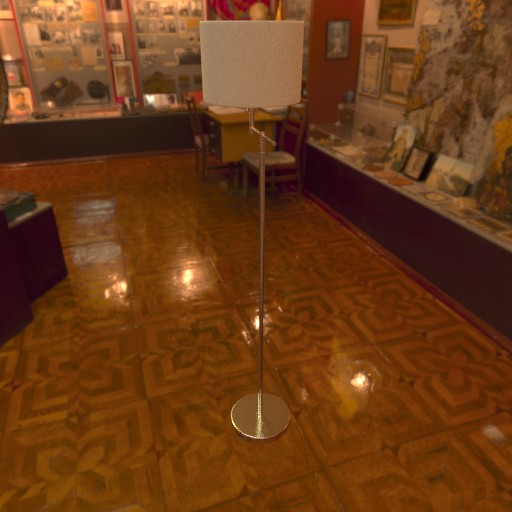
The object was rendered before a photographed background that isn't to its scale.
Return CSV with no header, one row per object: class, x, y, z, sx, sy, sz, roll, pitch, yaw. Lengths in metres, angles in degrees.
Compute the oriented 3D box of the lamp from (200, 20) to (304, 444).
lamp,0.000,0.000,1.708,0.324,1.600,0.416,-8,28,-15
